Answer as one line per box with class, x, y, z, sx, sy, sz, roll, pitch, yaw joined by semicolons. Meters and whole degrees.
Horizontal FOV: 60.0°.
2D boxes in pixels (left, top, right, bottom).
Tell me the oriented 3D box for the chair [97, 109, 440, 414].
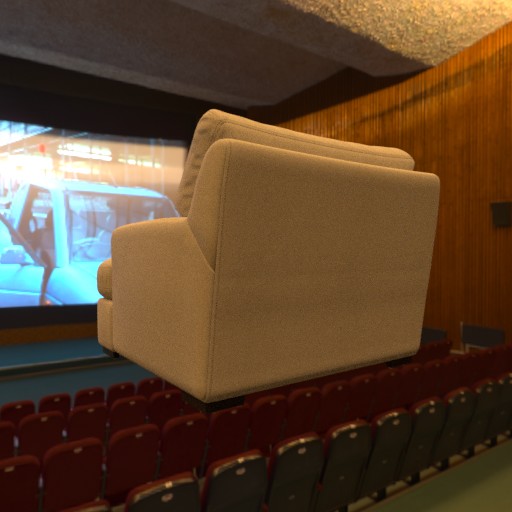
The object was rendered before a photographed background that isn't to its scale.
chair;0.000;0.000;1.969;1.140;0.930;1.158;-1;1;-36
